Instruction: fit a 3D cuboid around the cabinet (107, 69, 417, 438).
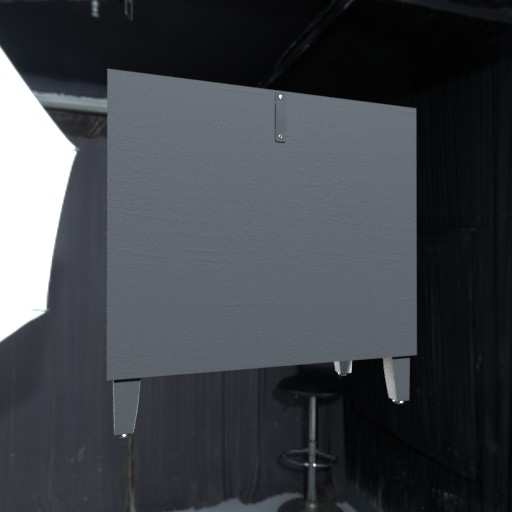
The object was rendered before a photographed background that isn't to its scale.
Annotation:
[{"bbox_3d":[0.000,0.000,1.227,0.781,0.787,0.370,0,0,-18],"label":"cabinet"}]
